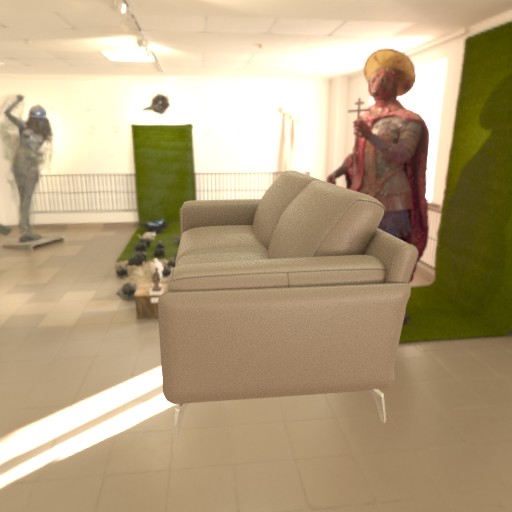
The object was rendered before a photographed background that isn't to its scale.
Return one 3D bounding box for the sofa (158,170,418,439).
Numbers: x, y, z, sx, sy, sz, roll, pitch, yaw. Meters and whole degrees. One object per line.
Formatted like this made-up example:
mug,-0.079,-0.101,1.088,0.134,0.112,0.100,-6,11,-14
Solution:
sofa,0.000,0.000,2.622,1.049,0.930,2.101,-2,15,-7
